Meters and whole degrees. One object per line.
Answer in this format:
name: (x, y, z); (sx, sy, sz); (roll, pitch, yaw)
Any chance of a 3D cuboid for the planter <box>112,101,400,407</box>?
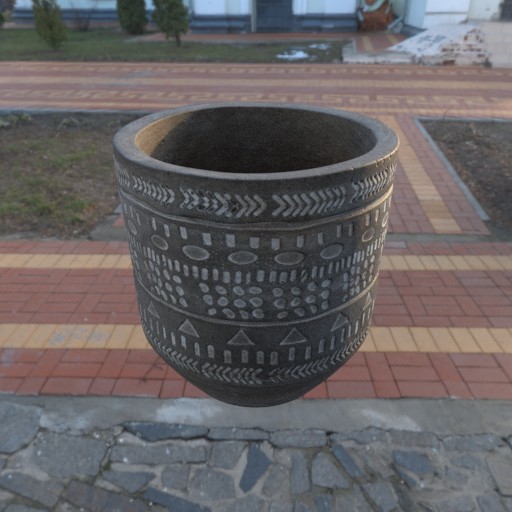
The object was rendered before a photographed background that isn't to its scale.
planter: (0.000, 0.000, 0.224); (0.122, 0.128, 0.122); (0, 31, 0)
